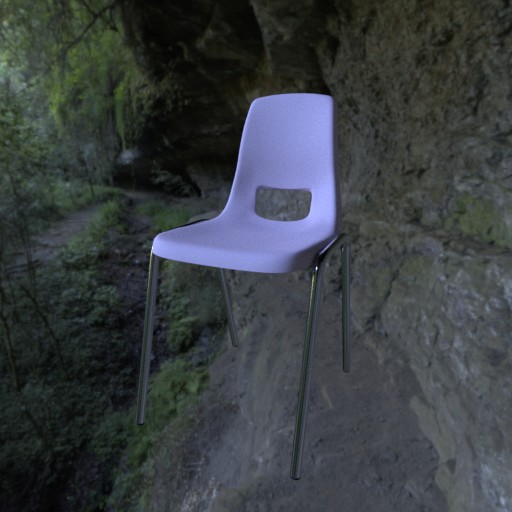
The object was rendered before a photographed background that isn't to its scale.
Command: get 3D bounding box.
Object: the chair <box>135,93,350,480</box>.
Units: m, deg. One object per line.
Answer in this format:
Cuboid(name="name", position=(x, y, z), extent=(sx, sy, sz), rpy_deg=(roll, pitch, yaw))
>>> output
Cuboid(name="chair", position=(0.000, 0.000, 0.978), extent=(0.381, 0.704, 0.436), rpy_deg=(7, 17, 25))
